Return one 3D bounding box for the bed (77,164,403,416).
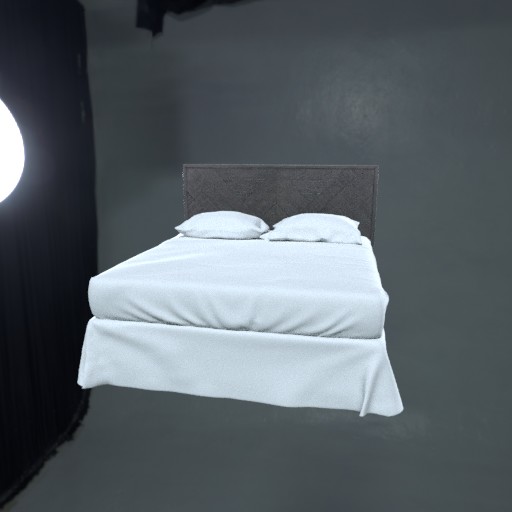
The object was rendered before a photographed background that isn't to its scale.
[{"bbox_3d":[0.000,0.000,2.943,1.772,1.142,1.785,3,14,11],"label":"bed"}]
